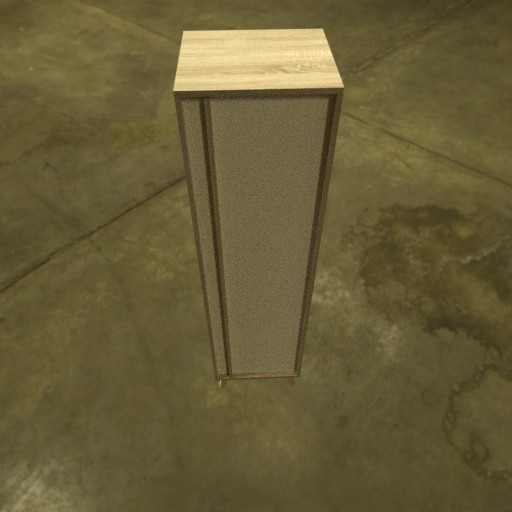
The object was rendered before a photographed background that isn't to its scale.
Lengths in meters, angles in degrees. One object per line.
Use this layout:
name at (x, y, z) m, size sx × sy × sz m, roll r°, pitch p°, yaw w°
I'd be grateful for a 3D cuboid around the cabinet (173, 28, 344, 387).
cabinet at (0.000, 0.000, 2.193) m, size 0.510 × 1.960 × 0.450 m, roll -2°, pitch 48°, yaw -2°
